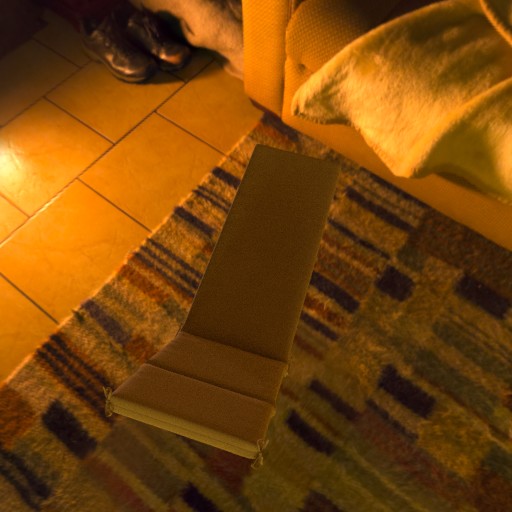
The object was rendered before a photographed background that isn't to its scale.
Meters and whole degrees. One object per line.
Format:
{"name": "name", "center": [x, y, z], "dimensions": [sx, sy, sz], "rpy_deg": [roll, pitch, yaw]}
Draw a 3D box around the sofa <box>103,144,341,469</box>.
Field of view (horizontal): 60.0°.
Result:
{"name": "sofa", "center": [0.000, 0.000, 1.996], "dimensions": [0.582, 0.622, 1.663], "rpy_deg": [16, 64, 8]}
